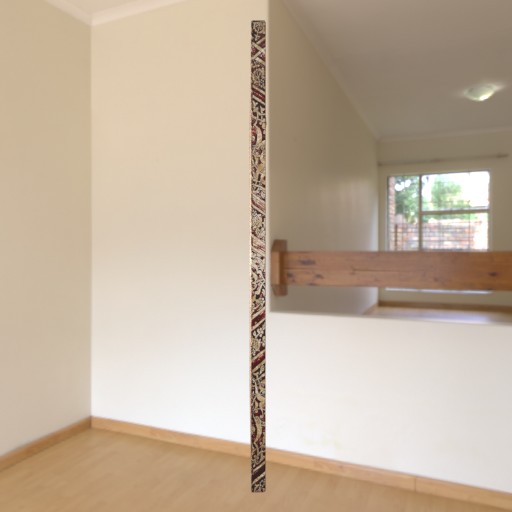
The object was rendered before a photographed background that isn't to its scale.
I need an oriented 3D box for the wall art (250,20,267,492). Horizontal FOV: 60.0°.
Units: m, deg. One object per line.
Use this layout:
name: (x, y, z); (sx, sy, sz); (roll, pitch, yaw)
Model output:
wall art: (0.000, 0.000, 0.761); (0.020, 0.599, 0.397); (0, 1, -1)
